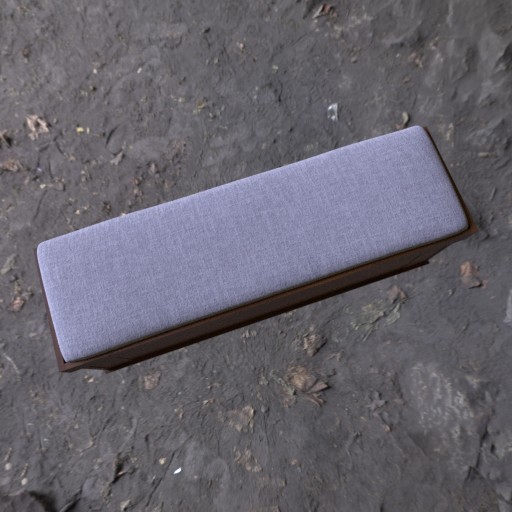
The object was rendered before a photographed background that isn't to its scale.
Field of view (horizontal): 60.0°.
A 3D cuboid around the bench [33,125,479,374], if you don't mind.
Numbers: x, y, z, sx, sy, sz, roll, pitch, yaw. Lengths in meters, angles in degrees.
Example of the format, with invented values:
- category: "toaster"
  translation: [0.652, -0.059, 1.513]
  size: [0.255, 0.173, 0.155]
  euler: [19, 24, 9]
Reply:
- category: "bench"
  translation: [0.000, 0.000, 1.431]
  size: [1.196, 0.468, 0.367]
  euler: [-18, 75, -5]
